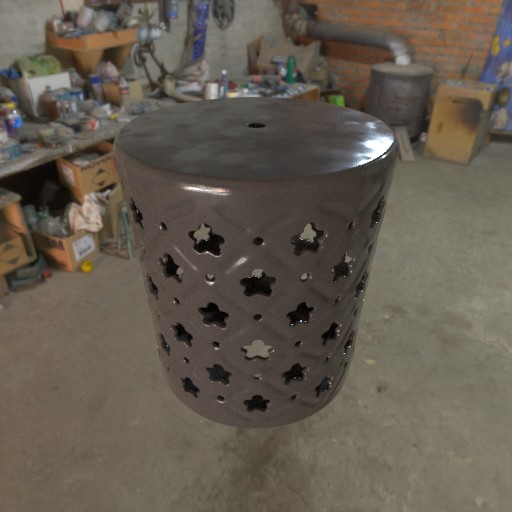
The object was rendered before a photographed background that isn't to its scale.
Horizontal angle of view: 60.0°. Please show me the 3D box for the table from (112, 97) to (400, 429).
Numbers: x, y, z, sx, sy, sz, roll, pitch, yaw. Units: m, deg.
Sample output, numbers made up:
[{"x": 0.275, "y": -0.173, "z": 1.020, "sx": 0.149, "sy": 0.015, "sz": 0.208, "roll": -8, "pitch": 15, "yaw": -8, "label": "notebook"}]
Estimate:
[{"x": 0.000, "y": 0.000, "z": 0.657, "sx": 0.352, "sy": 0.387, "sz": 0.352, "roll": 0, "pitch": 32, "yaw": 0, "label": "table"}]
